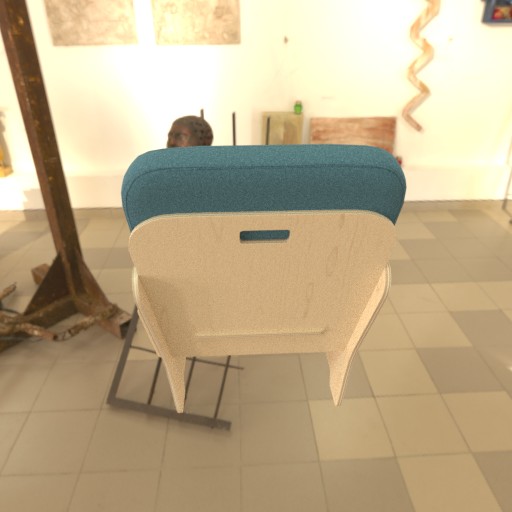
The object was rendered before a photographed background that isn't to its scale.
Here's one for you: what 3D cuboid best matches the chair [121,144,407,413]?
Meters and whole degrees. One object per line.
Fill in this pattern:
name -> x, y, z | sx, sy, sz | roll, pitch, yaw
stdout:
chair -> 0.000, 0.000, 1.178 | 0.547, 0.747, 0.657 | -2, 30, -3
